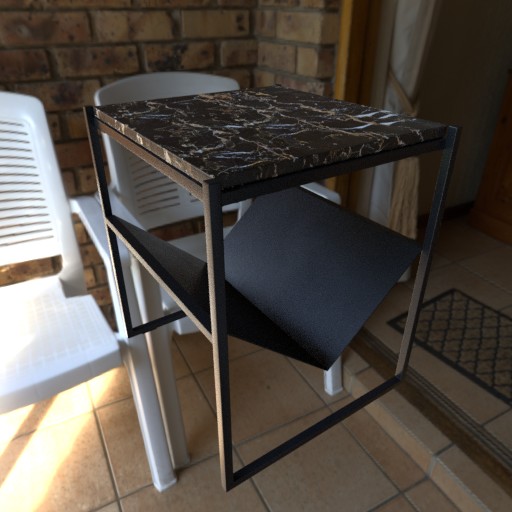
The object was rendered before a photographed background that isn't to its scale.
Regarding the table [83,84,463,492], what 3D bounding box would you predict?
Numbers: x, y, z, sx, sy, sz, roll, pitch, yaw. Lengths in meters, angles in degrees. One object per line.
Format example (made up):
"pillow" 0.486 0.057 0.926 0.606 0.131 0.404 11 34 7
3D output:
"table" 0.000 0.000 0.859 0.432 0.534 0.469 -19 35 -29
